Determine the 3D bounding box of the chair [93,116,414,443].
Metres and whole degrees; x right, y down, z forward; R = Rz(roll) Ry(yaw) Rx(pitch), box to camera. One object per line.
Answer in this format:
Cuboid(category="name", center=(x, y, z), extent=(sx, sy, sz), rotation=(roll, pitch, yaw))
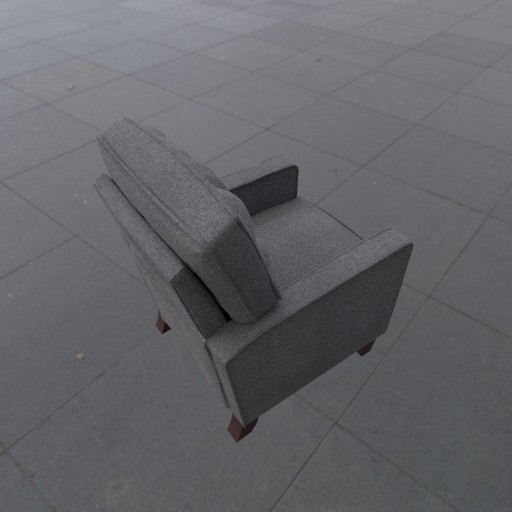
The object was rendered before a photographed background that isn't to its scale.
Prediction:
Cuboid(category="chair", center=(0.000, 0.000, 1.432), extent=(0.775, 0.889, 0.650), rotation=(-25, 48, -25))
